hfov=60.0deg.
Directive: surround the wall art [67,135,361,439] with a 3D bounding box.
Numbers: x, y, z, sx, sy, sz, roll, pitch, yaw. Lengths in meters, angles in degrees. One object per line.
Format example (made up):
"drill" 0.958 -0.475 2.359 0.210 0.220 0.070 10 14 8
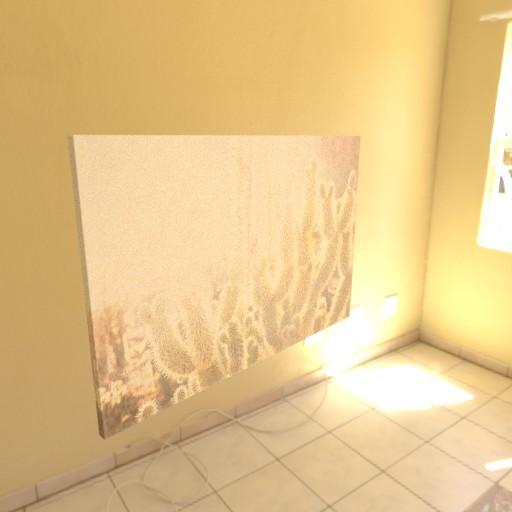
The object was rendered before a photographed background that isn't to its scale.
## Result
"wall art" 0.000 0.000 1.929 0.038 1.012 1.525 14 21 43
